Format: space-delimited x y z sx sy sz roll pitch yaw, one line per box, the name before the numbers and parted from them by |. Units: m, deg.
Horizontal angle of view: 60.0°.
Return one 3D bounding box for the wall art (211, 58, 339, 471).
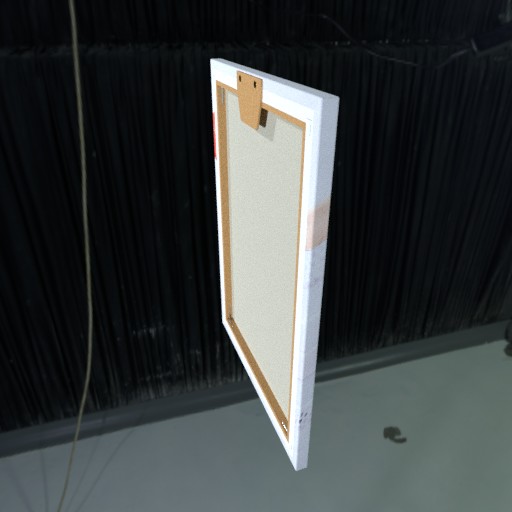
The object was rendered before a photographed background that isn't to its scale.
wall art | 0.000 0.000 1.102 0.036 0.848 0.613 -10 31 -18
